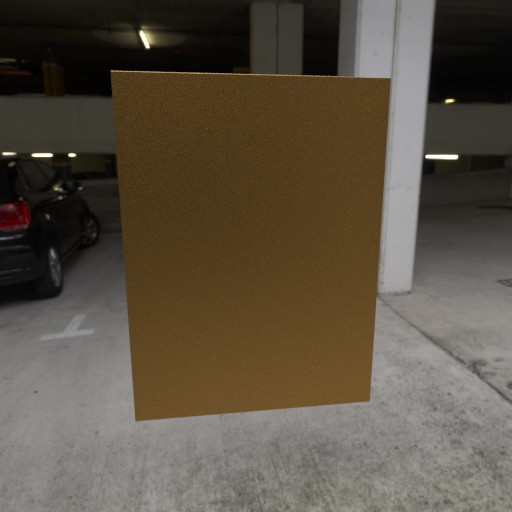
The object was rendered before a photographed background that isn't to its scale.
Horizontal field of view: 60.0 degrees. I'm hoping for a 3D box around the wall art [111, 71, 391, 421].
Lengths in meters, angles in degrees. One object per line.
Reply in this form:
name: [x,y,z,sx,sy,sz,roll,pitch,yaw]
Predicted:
wall art: [0.000,0.000,1.066,0.610,0.812,0.038,-2,13,-8]
